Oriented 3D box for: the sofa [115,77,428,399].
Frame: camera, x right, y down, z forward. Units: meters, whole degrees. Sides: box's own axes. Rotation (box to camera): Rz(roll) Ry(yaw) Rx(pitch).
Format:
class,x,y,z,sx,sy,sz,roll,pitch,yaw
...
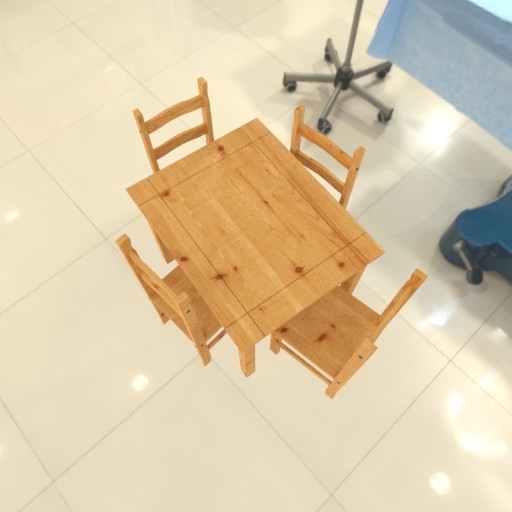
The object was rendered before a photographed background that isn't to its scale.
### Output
class,x,y,z,sx,sy,sz,roll,pitch,yaw
sofa,0.000,0.000,2.294,1.144,1.000,1.529,-33,68,-15
